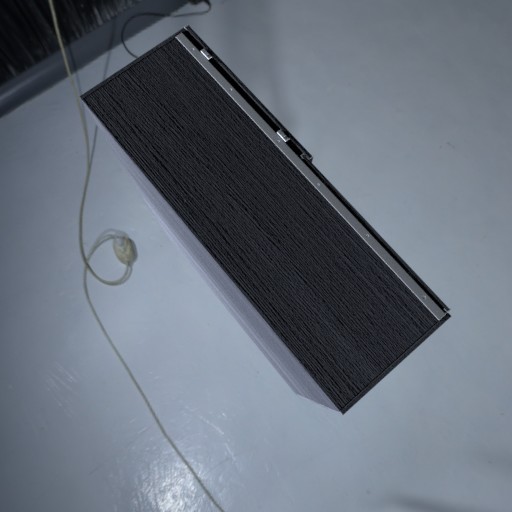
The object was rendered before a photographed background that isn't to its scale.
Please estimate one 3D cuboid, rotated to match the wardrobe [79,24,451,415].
[{"bbox_3d":[0.000,0.000,2.833,0.629,1.960,1.780,-38,78,-10],"label":"wardrobe"}]
